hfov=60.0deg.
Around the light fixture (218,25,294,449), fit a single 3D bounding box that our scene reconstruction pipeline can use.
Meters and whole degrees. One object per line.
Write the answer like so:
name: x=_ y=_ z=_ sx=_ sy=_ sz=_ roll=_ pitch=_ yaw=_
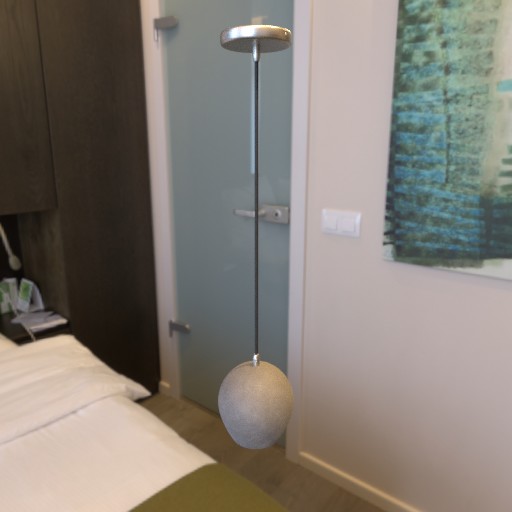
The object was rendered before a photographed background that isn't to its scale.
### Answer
light fixture: x=0.000 y=0.000 z=0.829 sx=0.153 sy=0.760 sz=0.153 roll=2 pitch=14 yaw=9
